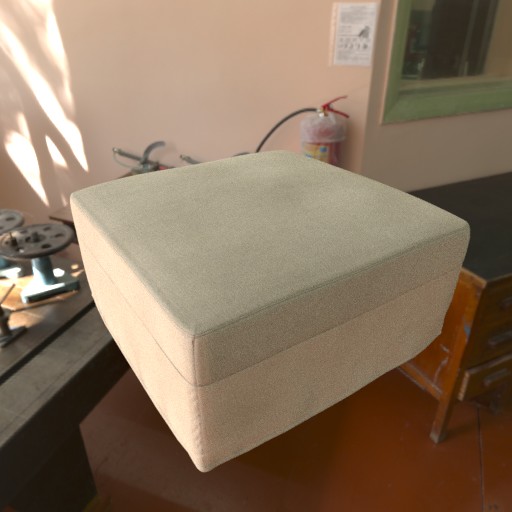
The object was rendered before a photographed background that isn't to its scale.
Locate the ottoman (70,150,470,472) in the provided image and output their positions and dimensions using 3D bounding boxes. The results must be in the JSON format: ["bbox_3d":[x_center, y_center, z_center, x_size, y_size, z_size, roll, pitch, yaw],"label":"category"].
[{"bbox_3d":[0.000,0.000,1.317,0.842,0.441,0.843,-18,34,-29],"label":"ottoman"}]
